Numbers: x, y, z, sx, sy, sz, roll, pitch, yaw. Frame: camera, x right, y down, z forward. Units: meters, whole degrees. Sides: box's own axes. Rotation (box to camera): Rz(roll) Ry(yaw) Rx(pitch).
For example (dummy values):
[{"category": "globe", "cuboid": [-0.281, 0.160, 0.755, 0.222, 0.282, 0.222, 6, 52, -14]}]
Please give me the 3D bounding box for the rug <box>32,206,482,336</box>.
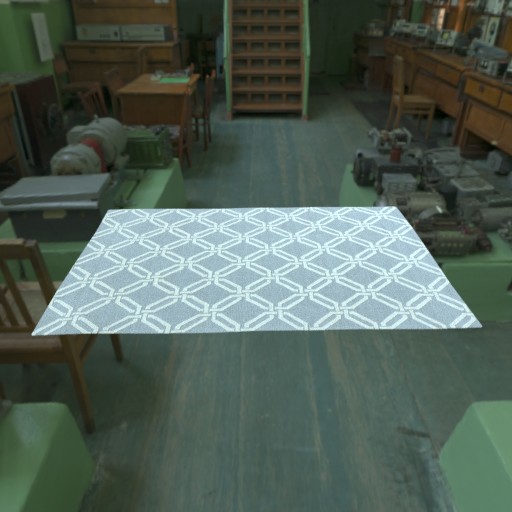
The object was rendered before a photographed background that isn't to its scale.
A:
[{"category": "rug", "cuboid": [0.000, 0.000, 2.194, 1.754, 0.010, 1.148, -1, 31, -1]}]
